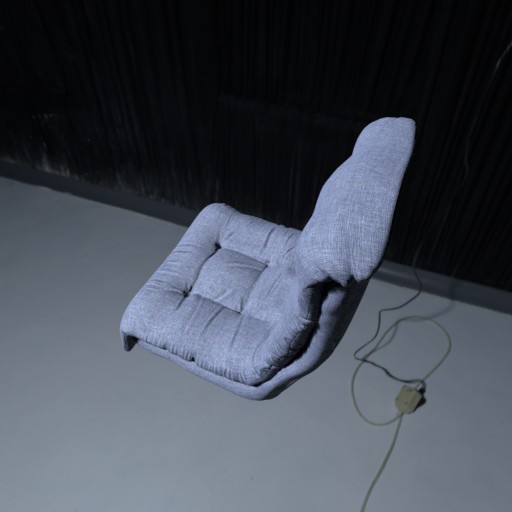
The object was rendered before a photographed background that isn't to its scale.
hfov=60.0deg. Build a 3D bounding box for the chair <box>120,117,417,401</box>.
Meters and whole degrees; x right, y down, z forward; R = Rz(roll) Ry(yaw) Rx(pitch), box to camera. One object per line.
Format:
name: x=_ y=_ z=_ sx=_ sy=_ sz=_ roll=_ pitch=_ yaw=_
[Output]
chair: x=0.000 y=0.000 z=1.245 sx=0.668 sy=0.749 sz=0.597 roll=17 pitch=50 yaw=15
